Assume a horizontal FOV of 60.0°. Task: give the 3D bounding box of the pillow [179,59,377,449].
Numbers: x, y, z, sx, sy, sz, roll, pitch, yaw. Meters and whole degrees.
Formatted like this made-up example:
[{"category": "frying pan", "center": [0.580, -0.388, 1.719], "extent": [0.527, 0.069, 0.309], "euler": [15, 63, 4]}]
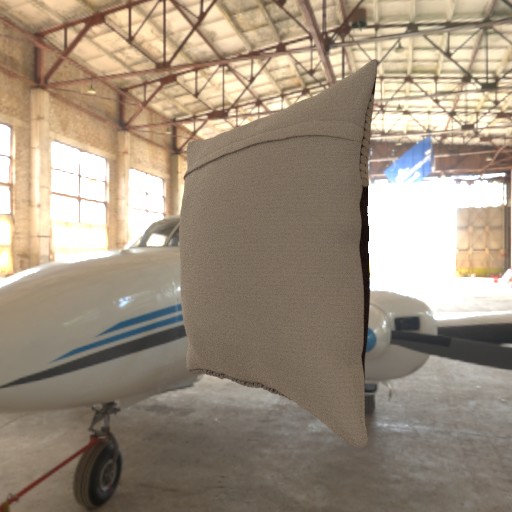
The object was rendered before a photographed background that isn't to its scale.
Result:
[{"category": "pillow", "center": [0.000, 0.000, 0.716], "extent": [0.178, 0.473, 0.475], "euler": [0, 0, -36]}]
